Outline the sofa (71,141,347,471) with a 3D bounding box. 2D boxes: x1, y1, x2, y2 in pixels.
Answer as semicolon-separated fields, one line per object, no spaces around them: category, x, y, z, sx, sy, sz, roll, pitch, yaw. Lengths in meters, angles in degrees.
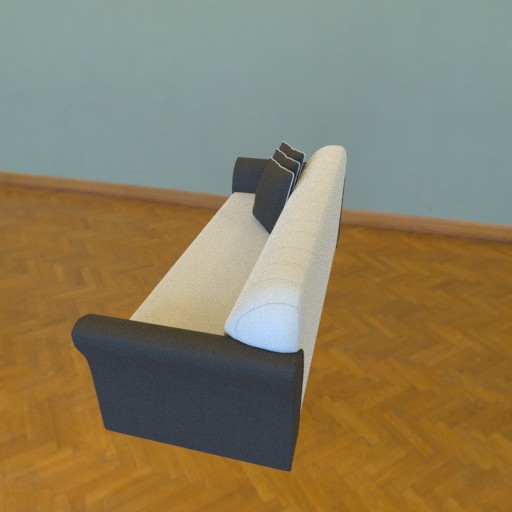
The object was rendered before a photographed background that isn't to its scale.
sofa;0.000;0.000;2.317;0.755;0.787;2.001;7;30;12
